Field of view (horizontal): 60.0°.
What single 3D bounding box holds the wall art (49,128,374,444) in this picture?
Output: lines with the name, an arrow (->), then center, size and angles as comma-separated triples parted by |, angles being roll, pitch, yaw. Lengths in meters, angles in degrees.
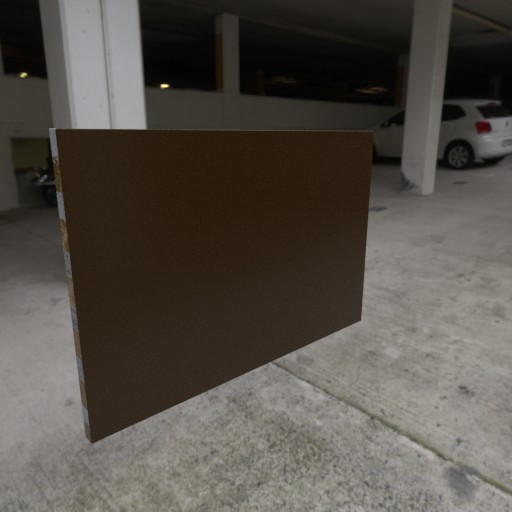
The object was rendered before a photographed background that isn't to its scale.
wall art -> 0.000, 0.000, 1.395 | 1.145, 0.762, 0.041 | -13, 20, -40
